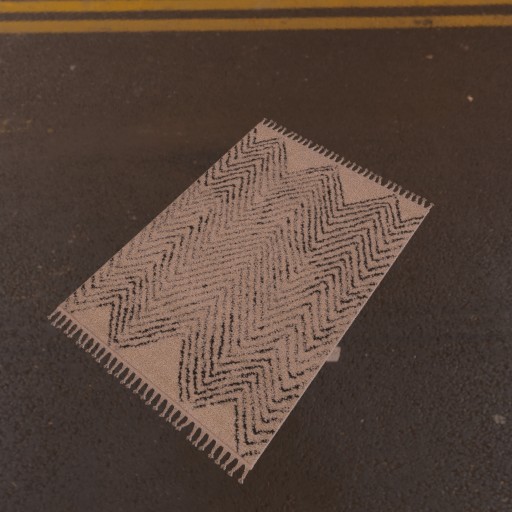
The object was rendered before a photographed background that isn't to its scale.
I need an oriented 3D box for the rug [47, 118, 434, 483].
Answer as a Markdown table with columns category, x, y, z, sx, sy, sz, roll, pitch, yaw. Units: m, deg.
| category | x | y | z | sx | sy | sz | roll | pitch | yaw |
| --- | --- | --- | --- | --- | --- | --- | --- | --- | --- |
| rug | 0.000 | 0.000 | 2.382 | 1.230 | 0.014 | 1.847 | 33 | 63 | 19 |
